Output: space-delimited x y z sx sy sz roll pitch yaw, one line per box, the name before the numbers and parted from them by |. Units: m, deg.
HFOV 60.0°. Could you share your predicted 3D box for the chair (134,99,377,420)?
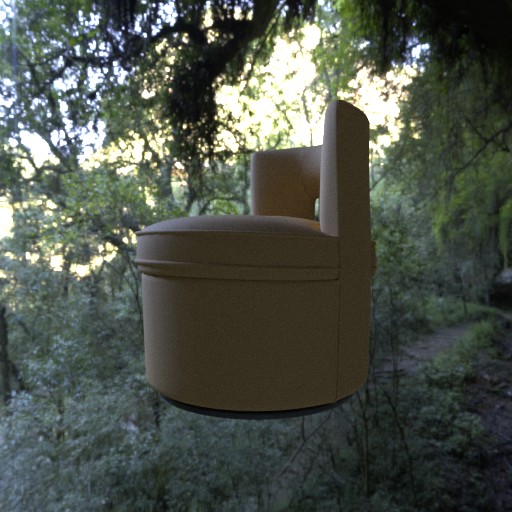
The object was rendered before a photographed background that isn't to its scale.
chair | 0.000 0.000 1.251 0.665 0.723 0.650 0 1 -19
